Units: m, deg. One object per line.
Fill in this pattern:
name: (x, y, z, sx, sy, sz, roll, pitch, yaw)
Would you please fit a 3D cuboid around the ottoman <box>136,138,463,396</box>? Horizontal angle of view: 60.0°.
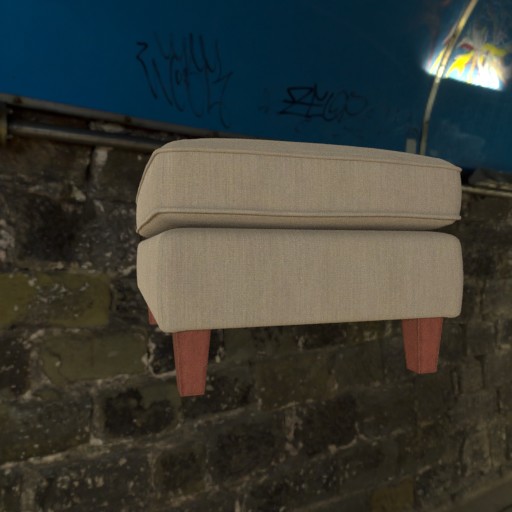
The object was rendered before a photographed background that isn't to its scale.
ottoman: (0.000, 0.000, 1.247, 0.636, 0.480, 0.941, 0, 1, -17)
